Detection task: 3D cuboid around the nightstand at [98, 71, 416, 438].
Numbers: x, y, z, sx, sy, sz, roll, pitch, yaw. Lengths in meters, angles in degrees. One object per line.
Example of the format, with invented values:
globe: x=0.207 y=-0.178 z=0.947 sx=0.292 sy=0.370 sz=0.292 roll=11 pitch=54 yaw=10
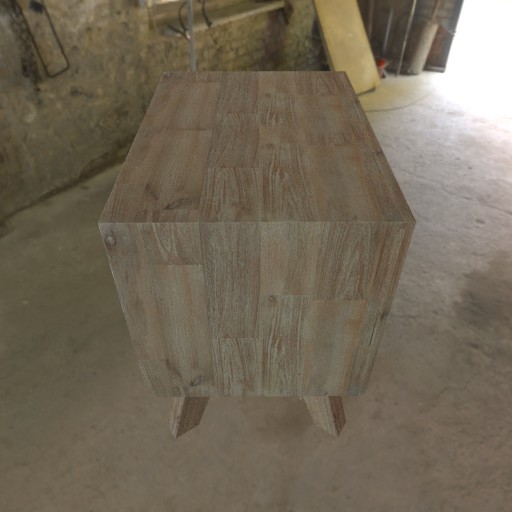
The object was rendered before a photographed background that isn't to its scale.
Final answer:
nightstand: x=0.000 y=0.000 z=0.952 sx=0.396 sy=0.589 sz=0.552 roll=0 pitch=41 yaw=0
